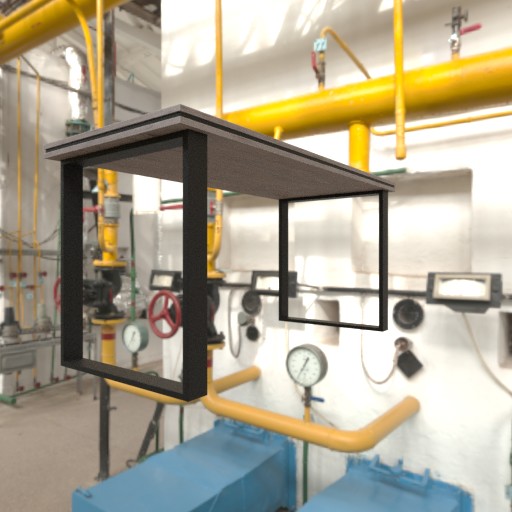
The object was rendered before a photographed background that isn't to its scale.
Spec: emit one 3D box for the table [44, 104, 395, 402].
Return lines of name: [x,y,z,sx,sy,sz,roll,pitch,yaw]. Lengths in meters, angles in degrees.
table: [0.000,0.000,2.252,0.795,0.899,1.778,0,0,37]
